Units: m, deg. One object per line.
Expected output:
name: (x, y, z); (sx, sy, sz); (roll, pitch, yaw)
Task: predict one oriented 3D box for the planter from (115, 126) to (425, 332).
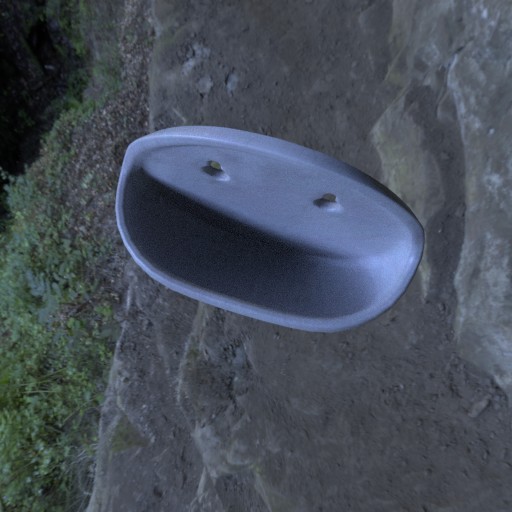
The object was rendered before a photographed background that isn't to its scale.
planter: (0.000, 0.000, 0.272); (0.190, 0.164, 0.073); (16, 76, 4)
